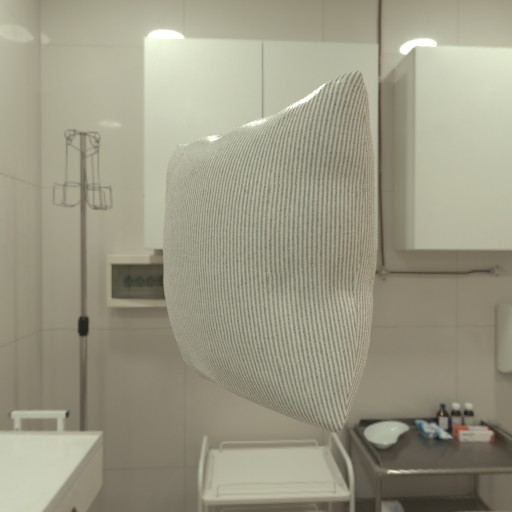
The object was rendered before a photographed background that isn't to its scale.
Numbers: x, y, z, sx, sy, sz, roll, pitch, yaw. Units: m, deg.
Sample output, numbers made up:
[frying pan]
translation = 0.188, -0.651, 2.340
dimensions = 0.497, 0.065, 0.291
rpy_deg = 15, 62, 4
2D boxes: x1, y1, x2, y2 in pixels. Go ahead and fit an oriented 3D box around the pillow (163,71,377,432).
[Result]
[pillow]
translation = 0.000, 0.000, 0.692
dimensions = 0.310, 0.432, 0.387
rpy_deg = 0, 1, -3
